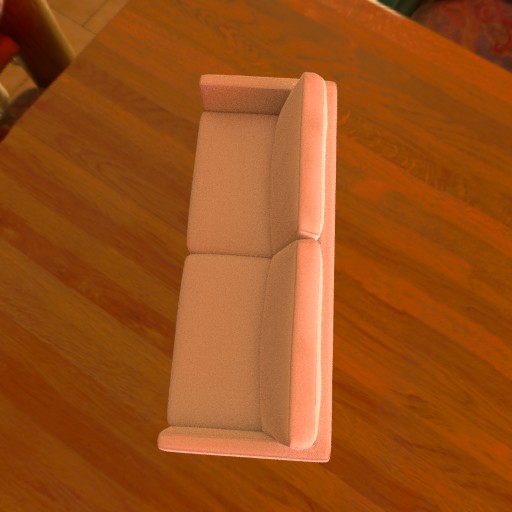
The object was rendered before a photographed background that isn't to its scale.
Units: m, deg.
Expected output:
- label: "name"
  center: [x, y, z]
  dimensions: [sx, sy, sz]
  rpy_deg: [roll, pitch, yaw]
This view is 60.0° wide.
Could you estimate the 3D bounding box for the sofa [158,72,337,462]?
- label: "sofa"
  center: [0.000, 0.000, 2.903]
  dimensions: [0.951, 0.962, 2.361]
  rpy_deg: [4, 74, 1]
